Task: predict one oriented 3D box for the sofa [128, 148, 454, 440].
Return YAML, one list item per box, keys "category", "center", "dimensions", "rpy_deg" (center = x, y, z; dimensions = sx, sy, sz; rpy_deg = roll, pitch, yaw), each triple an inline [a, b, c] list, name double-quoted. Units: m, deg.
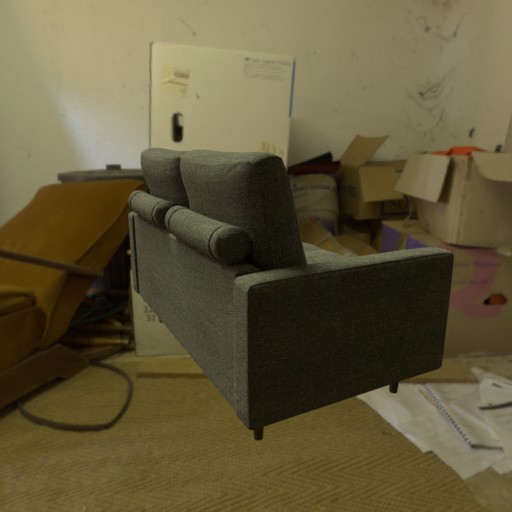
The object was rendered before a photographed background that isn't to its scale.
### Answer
- category: "sofa"
  center: [0.000, 0.000, 1.929]
  dimensions: [0.842, 0.907, 1.407]
  rpy_deg: [-8, 16, -27]
